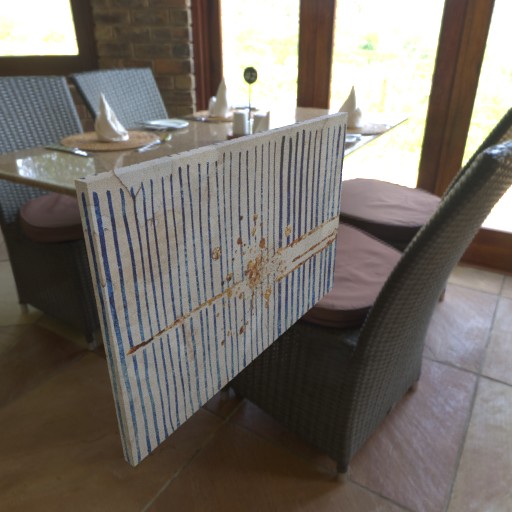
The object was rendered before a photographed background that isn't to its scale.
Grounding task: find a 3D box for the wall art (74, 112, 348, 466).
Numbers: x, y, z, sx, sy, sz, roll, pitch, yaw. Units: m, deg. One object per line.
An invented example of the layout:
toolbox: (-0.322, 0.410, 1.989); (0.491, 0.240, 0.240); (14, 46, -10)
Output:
wall art: (0.000, 0.000, 1.416); (0.038, 0.757, 1.143); (17, 30, 31)
